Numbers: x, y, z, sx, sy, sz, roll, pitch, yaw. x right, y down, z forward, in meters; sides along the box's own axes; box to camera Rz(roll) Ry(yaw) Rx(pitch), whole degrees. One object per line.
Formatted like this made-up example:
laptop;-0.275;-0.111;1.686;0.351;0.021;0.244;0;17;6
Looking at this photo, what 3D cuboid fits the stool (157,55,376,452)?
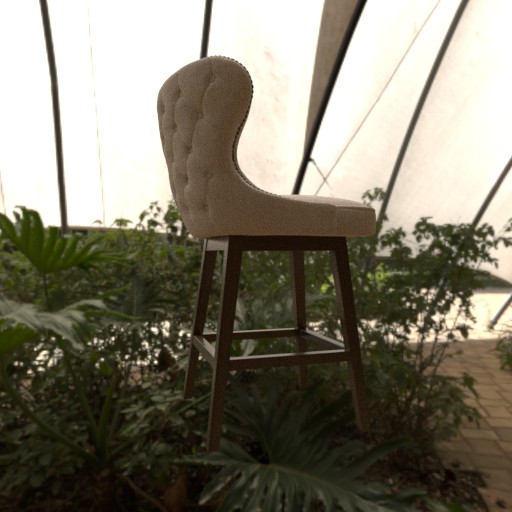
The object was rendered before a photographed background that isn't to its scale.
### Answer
stool;0.000;0.000;1.366;0.597;0.972;0.615;0;0;-17
